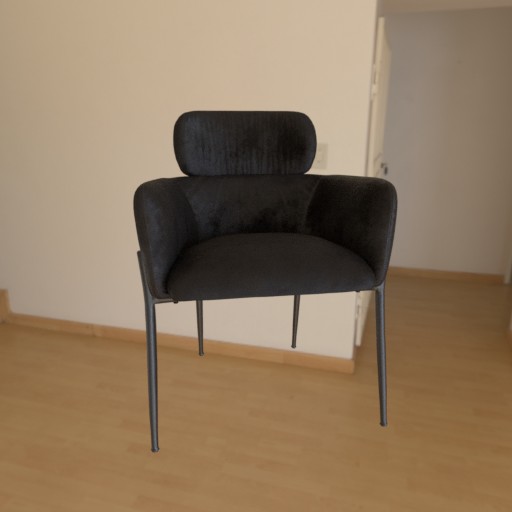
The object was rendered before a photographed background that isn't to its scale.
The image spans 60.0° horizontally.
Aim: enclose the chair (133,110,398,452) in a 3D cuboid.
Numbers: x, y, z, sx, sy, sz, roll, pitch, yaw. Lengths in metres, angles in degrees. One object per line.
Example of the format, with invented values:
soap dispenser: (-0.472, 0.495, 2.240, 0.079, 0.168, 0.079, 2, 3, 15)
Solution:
chair: (0.000, 0.000, 1.290, 0.640, 0.818, 0.604, -3, 17, -9)
